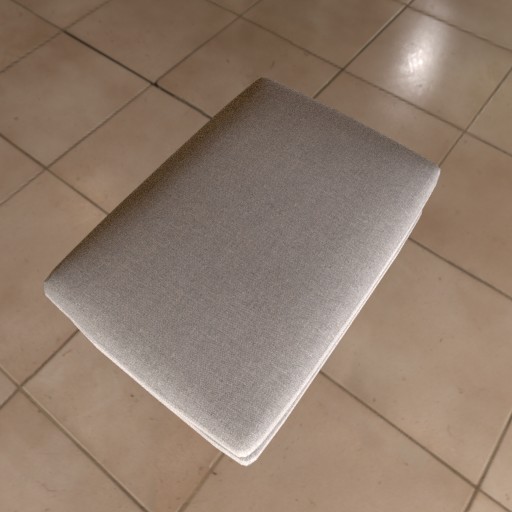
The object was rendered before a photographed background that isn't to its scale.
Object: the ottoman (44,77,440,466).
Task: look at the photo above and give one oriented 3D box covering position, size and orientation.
[{"bbox_3d":[0.000,0.000,1.155,0.584,0.457,0.838,33,67,16],"label":"ottoman"}]
